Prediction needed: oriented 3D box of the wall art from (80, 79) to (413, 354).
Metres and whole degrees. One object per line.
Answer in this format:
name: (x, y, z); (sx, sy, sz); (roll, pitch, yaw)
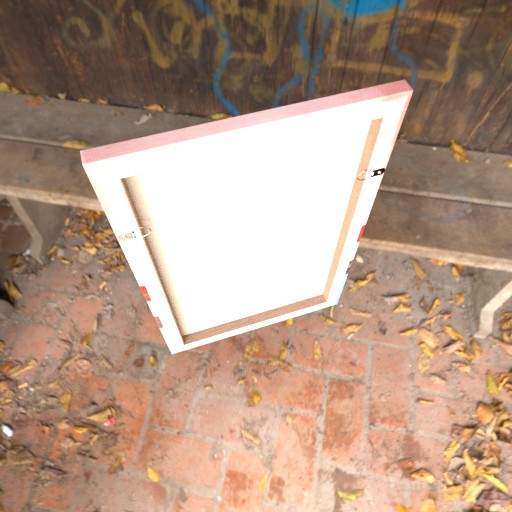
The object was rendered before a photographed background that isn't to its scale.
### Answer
wall art: (0.000, 0.000, 1.173); (0.610, 0.914, 0.038); (-15, 59, -9)
